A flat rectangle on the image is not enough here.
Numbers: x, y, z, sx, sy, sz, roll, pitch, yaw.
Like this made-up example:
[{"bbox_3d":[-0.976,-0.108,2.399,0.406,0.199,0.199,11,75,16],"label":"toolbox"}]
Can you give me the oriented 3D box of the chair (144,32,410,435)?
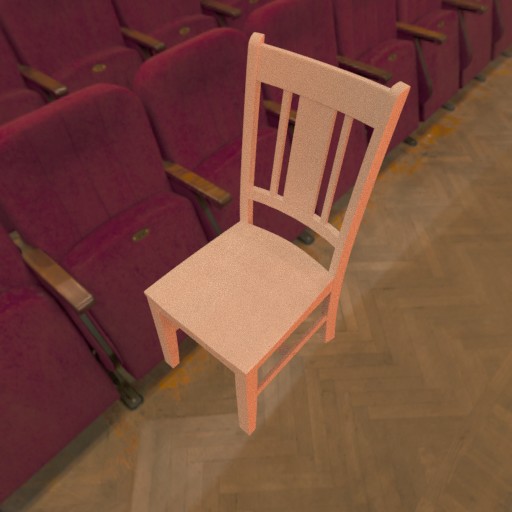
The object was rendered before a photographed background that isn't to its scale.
[{"bbox_3d":[0.000,0.000,1.300,0.450,0.998,0.555,33,55,26],"label":"chair"}]
